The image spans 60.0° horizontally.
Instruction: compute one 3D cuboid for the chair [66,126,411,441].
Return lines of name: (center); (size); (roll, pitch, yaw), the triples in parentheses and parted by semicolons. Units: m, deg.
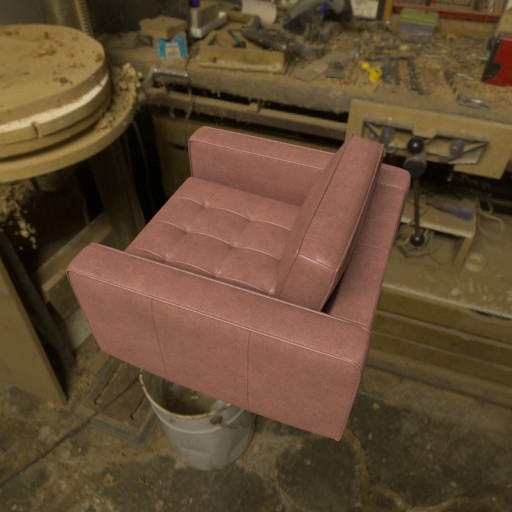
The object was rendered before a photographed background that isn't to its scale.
chair: (0.000, 0.000, 1.578); (0.900, 0.770, 0.920); (16, 47, 15)
